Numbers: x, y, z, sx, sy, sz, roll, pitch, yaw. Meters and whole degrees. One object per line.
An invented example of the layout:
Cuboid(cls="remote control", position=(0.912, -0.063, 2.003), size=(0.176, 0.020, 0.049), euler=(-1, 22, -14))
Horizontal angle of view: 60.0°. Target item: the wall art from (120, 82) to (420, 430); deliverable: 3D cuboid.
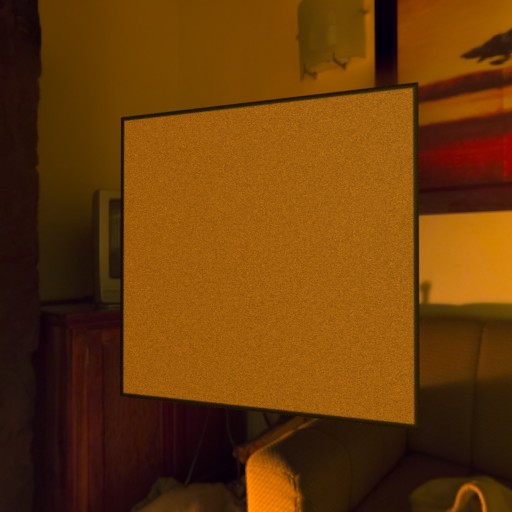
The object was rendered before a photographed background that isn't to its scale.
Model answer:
Cuboid(cls="wall art", position=(0.000, 0.000, 0.743), size=(0.513, 0.511, 0.028), euler=(0, -1, 18))
